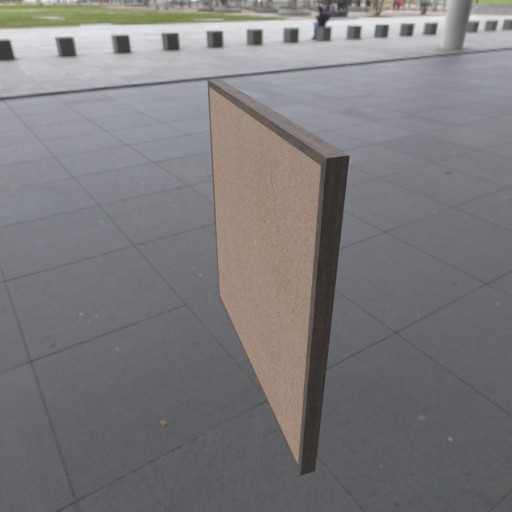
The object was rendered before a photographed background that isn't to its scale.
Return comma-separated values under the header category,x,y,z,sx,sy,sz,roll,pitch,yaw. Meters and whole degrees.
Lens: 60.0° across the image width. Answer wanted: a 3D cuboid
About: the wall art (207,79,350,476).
category,x,y,z,sx,sy,sz,roll,pitch,yaw
wall art,0.000,0.000,1.161,0.038,0.762,0.762,-10,32,-16
